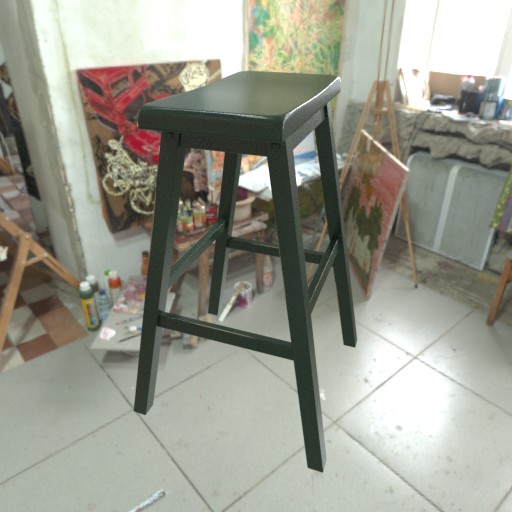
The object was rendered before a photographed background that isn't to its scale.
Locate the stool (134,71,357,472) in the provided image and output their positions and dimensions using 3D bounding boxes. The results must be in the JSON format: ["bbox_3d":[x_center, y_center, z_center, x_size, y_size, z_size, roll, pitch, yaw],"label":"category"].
[{"bbox_3d":[0.000,0.000,1.026,0.476,0.737,0.457,10,32,17],"label":"stool"}]
